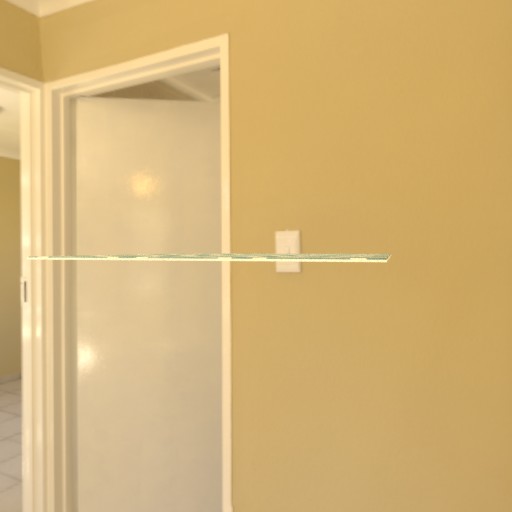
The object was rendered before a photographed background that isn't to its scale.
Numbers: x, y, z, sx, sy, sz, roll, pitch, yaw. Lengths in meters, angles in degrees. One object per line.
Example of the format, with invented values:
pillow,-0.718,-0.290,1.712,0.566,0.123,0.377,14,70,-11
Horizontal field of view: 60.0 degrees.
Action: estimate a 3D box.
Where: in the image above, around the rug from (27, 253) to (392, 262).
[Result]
rug,0.000,0.000,4.240,2.466,0.021,3.049,0,1,17
